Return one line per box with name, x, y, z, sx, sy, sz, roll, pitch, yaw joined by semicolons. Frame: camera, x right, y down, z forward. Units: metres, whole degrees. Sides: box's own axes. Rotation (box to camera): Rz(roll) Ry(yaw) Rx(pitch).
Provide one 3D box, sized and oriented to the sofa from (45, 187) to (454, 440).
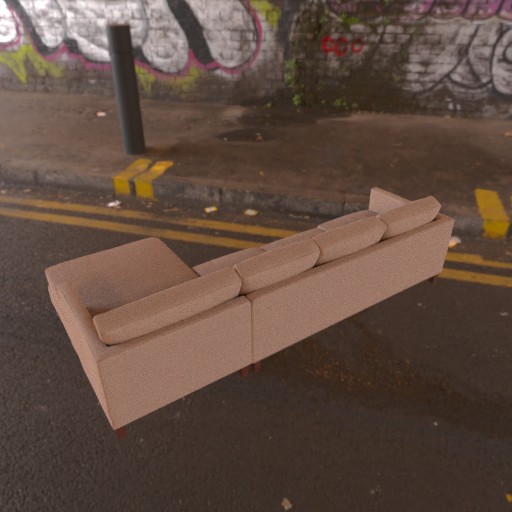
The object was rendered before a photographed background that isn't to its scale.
sofa;0.000;0.000;3.860;3.186;0.861;1.625;-19;36;-29
